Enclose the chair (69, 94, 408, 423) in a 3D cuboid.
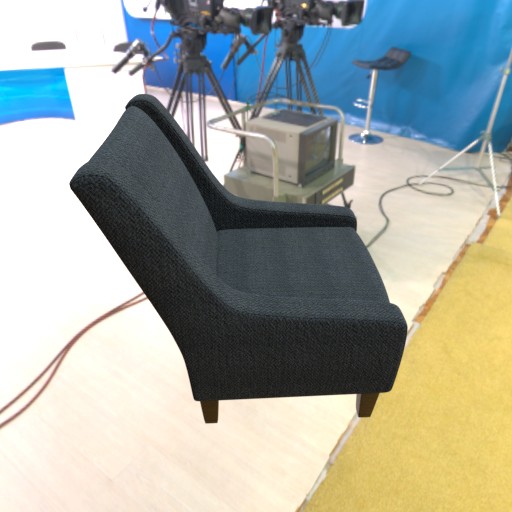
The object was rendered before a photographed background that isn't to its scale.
[{"bbox_3d":[0.000,0.000,1.664,0.944,1.012,0.793,-1,34,-2],"label":"chair"}]
